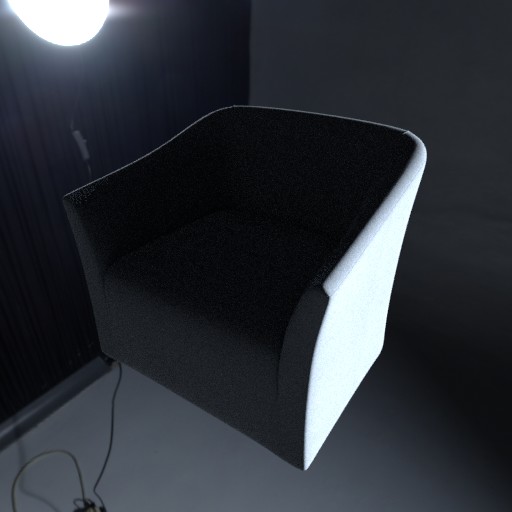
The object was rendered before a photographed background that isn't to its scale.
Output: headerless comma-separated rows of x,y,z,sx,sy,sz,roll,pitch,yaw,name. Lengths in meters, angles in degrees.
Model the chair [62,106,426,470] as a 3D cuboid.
0.000,0.000,1.325,0.790,0.720,0.700,19,35,29,chair
